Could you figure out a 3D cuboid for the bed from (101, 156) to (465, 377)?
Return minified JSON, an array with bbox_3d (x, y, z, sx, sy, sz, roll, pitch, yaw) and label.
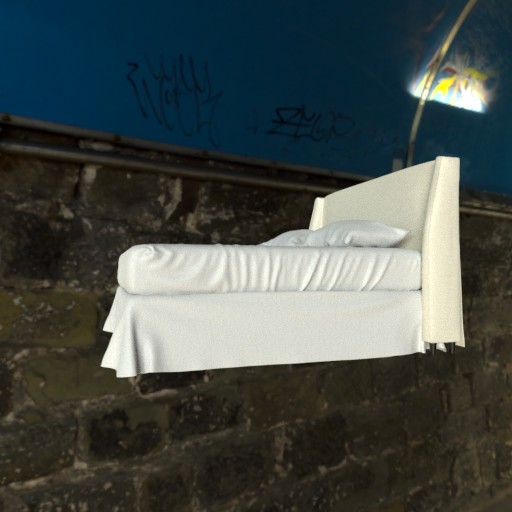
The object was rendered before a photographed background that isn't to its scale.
[{"bbox_3d":[0.000,0.000,3.483,2.276,1.332,1.925,1,-2,-19],"label":"bed"}]
